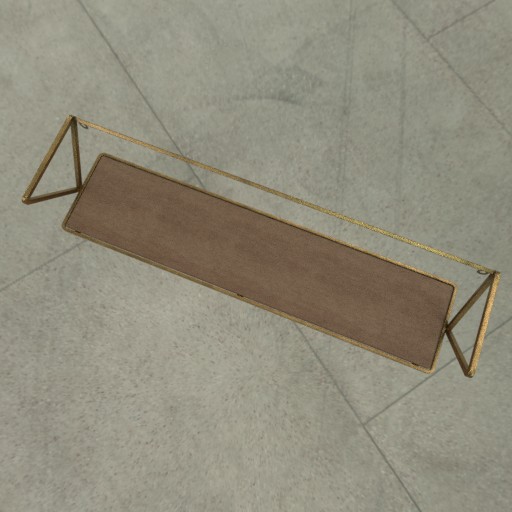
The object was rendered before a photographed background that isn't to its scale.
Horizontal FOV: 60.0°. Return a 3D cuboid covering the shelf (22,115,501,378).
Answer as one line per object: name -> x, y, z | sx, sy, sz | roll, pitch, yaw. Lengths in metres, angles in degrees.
shelf -> 0.000, 0.000, 0.713 | 0.645, 0.229, 0.150 | 21, 76, 5
